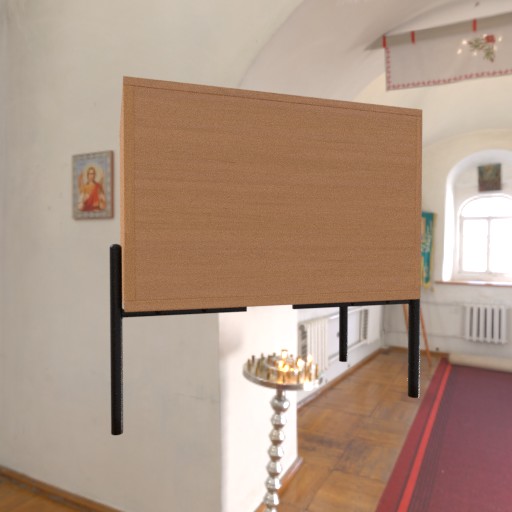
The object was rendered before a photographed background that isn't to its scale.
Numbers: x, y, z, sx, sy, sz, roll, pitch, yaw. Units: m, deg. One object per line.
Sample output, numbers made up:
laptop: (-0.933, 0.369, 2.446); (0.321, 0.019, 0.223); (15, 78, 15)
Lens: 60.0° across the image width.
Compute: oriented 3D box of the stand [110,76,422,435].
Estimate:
stand: (0.000, 0.000, 1.008); (0.630, 0.600, 0.400); (0, 1, -18)
